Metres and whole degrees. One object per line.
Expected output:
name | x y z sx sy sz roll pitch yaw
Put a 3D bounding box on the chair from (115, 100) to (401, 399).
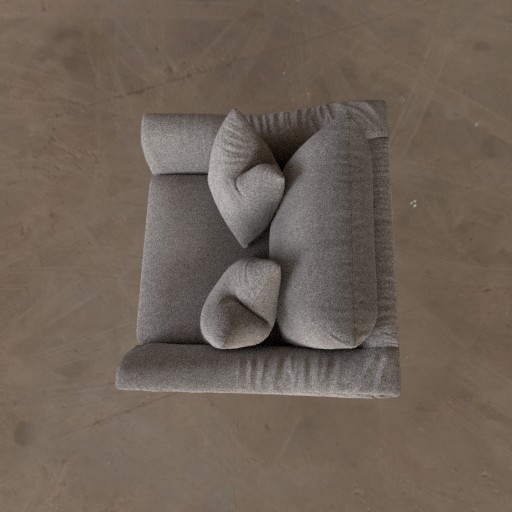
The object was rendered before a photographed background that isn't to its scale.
chair | 0.000 0.000 2.029 1.071 1.059 1.194 1 76 0
